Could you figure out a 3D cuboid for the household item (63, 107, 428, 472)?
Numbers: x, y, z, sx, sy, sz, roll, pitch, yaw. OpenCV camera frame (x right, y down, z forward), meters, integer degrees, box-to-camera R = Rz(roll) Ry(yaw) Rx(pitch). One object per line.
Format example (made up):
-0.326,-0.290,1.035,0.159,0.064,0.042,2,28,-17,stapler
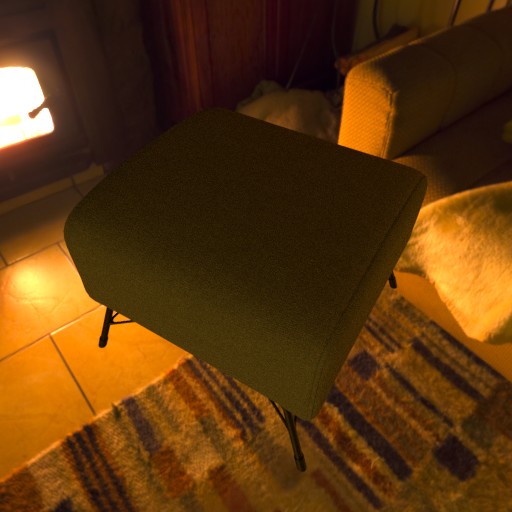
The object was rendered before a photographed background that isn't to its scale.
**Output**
0.000,0.000,0.923,0.530,0.410,0.530,24,51,21,household item
